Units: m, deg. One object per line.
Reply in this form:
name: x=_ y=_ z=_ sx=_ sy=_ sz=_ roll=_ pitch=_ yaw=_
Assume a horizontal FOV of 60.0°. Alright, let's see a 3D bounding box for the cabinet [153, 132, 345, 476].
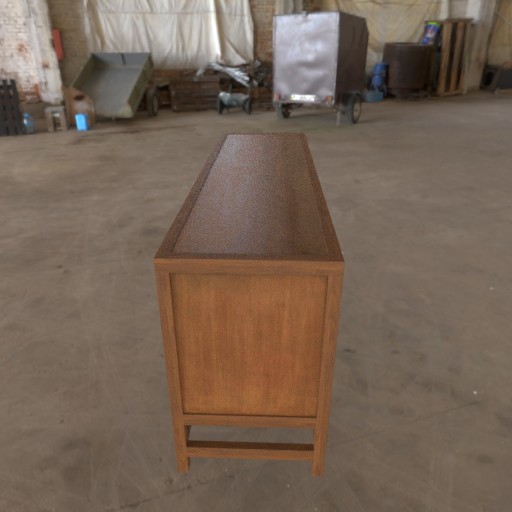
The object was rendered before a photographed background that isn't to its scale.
cabinet: x=0.000 y=0.000 z=2.098 sx=0.522 sy=0.820 sz=1.708 roll=1 pitch=26 yaw=2
